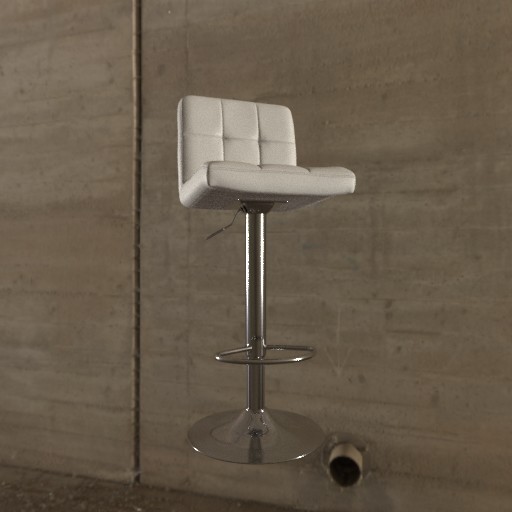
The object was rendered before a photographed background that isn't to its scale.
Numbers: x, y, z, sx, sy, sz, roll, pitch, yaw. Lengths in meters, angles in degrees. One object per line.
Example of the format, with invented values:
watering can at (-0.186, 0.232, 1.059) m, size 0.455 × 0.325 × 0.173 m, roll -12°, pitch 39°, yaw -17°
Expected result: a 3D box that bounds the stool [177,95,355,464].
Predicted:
stool at (0.000, 0.000, 1.386) m, size 0.430 × 1.115 × 0.505 m, roll 0°, pitch 0°, yaw -18°
